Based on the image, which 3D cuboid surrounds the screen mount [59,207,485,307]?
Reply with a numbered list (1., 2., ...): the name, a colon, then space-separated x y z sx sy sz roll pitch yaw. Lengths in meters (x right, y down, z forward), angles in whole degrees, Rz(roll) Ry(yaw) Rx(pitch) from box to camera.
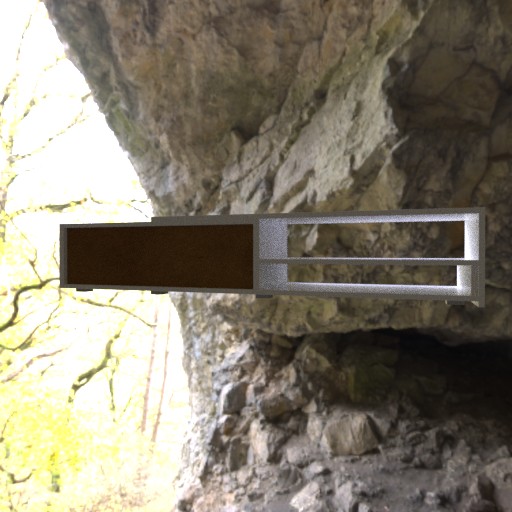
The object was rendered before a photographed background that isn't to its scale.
1. screen mount: 0.000 0.000 1.878 1.680 0.320 0.420 0 1 18
